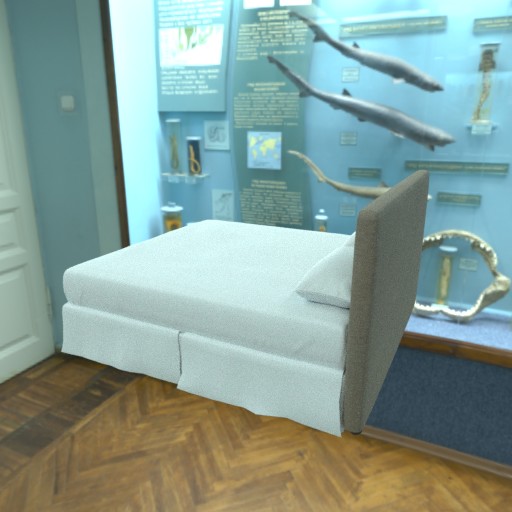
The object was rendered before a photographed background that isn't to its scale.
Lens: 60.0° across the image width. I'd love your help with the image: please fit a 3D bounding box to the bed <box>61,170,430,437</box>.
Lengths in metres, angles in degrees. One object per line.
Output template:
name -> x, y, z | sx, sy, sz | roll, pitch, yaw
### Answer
bed -> 0.000, 0.000, 3.601 | 2.341, 1.317, 2.119 | 8, 19, 26
